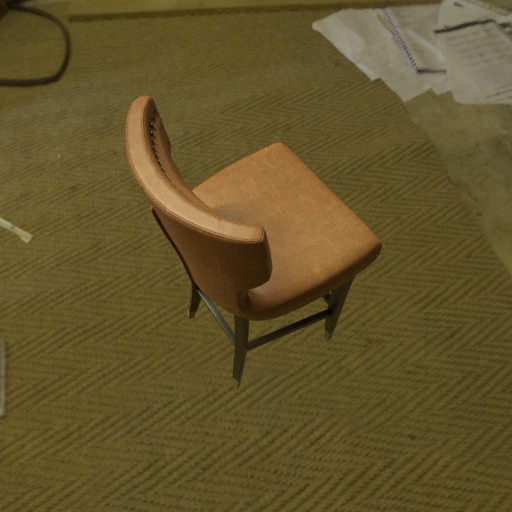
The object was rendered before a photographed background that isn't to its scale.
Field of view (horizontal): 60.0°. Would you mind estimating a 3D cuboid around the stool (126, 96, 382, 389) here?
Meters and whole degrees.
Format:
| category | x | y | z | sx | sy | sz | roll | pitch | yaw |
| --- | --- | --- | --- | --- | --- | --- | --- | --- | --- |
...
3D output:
| category | x | y | z | sx | sy | sz | roll | pitch | yaw |
| --- | --- | --- | --- | --- | --- | --- | --- | --- | --- |
| stool | 0.000 | 0.000 | 1.439 | 0.563 | 1.092 | 0.526 | -31 | 63 | -17 |
